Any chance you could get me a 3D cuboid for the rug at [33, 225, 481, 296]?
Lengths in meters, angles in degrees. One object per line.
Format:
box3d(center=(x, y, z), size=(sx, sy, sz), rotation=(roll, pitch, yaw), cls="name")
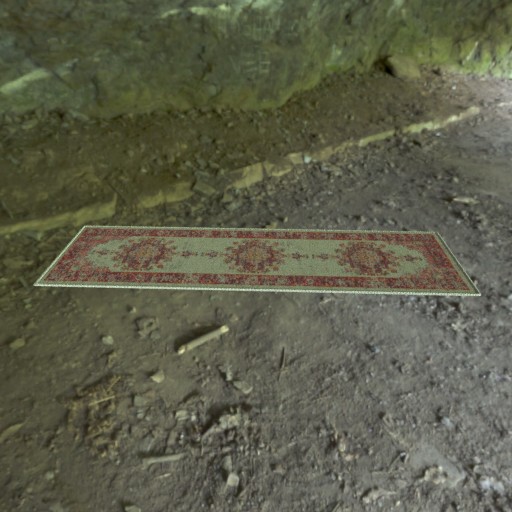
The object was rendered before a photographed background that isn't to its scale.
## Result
box3d(center=(0.000, 0.000, 2.040), size=(1.824, 0.009, 0.562), rotation=(1, 30, 2), cls="rug")
